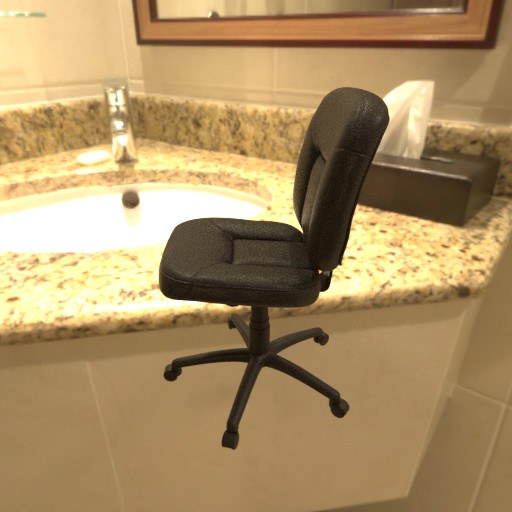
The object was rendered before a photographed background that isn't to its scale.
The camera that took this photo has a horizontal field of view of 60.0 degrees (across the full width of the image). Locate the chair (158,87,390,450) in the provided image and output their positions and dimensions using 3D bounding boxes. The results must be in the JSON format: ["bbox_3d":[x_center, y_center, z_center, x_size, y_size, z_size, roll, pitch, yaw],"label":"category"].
[{"bbox_3d":[0.000,0.000,1.363,0.646,0.959,0.647,-1,27,-2],"label":"chair"}]
